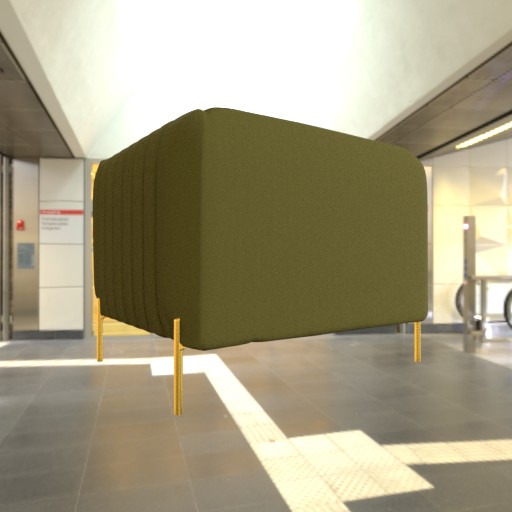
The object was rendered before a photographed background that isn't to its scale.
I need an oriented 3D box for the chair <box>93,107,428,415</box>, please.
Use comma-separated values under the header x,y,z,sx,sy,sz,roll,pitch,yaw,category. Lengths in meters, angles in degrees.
x,y,z,sx,sy,sz,roll,pitch,yaw,category
0.000,0.000,1.688,1.032,0.794,0.877,0,0,-35,chair
